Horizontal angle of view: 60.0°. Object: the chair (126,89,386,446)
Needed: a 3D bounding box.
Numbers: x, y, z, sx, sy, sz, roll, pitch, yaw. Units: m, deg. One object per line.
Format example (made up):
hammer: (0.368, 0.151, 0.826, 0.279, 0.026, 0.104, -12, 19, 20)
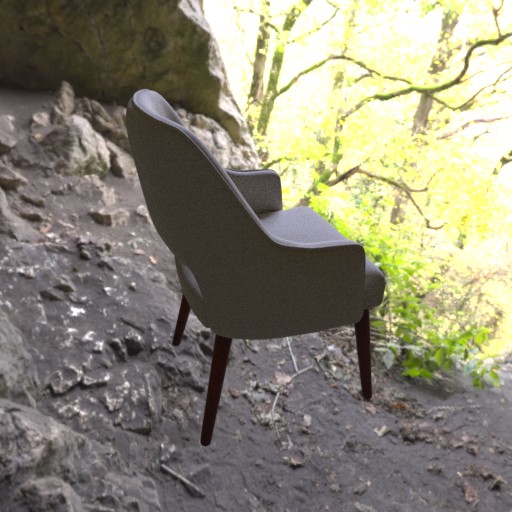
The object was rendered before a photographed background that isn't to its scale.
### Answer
chair: (0.000, 0.000, 1.205, 0.580, 0.840, 0.560, -10, 32, -17)
